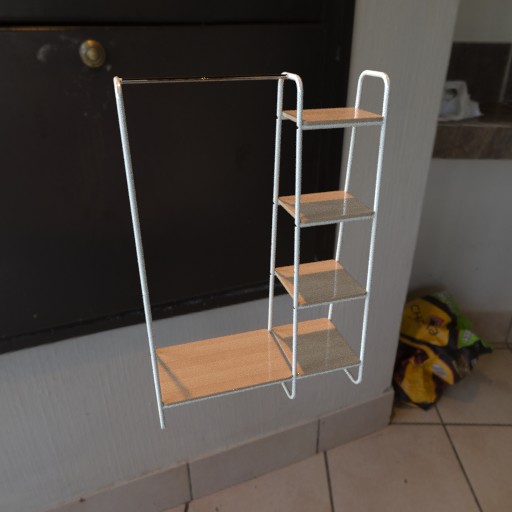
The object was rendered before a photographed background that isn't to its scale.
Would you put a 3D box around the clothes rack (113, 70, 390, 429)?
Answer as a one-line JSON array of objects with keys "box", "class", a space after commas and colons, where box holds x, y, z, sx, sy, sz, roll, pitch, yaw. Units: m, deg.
[{"box": [0.000, 0.000, 1.972, 1.011, 1.500, 0.400, -8, 28, -15], "class": "clothes rack"}]
